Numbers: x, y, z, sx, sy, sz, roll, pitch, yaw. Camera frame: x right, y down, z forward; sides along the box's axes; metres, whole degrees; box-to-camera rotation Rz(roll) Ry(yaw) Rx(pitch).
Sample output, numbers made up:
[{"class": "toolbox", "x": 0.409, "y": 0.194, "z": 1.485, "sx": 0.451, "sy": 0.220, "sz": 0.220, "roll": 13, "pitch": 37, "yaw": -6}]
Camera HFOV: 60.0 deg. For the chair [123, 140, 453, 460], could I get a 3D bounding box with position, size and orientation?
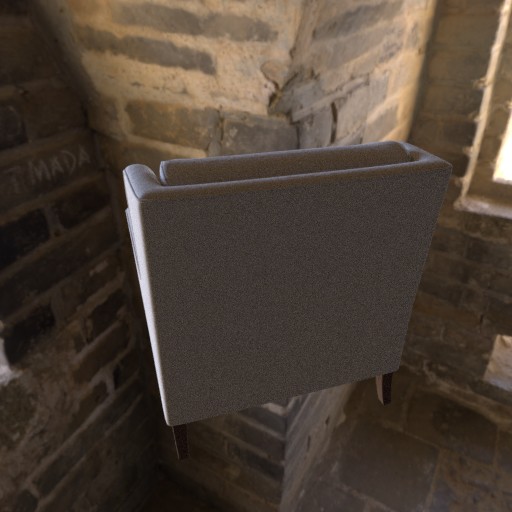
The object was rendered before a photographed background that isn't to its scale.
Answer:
[{"class": "chair", "x": 0.000, "y": 0.000, "z": 1.853, "sx": 0.982, "sy": 1.056, "sz": 1.040, "roll": -9, "pitch": 30, "yaw": -16}]
